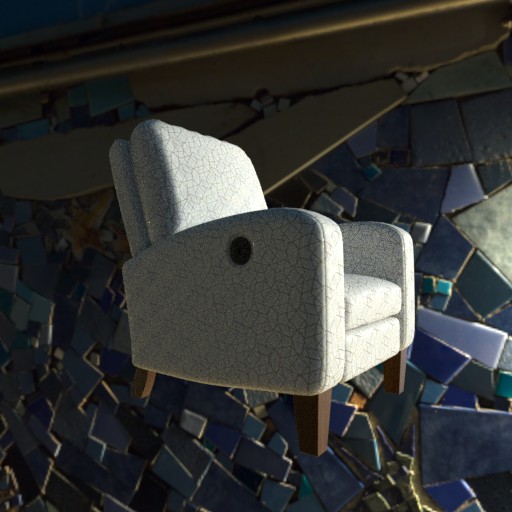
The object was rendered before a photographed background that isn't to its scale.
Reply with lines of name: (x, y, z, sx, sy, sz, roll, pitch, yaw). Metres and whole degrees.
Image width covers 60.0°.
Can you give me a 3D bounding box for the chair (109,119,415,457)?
chair: (0.000, 0.000, 1.727, 0.995, 1.064, 0.796, 0, 0, 36)
